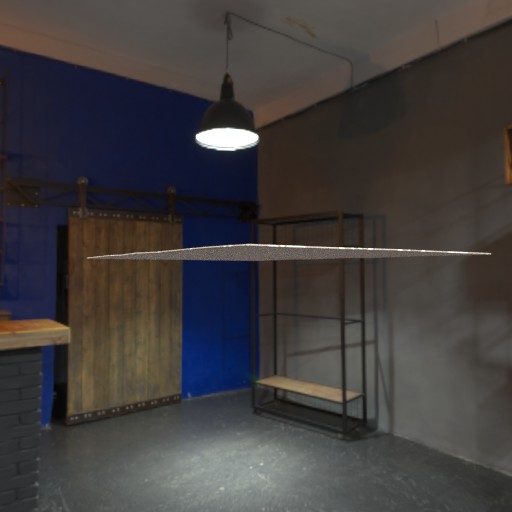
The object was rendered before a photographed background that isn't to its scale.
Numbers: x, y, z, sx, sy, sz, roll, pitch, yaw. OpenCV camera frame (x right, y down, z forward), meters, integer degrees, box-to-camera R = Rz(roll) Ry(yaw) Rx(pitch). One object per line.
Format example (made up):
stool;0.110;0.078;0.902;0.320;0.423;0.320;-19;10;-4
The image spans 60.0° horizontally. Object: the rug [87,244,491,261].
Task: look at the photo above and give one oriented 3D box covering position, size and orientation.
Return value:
rug;0.000;0.000;2.747;1.524;0.013;2.135;1;-2;-34
